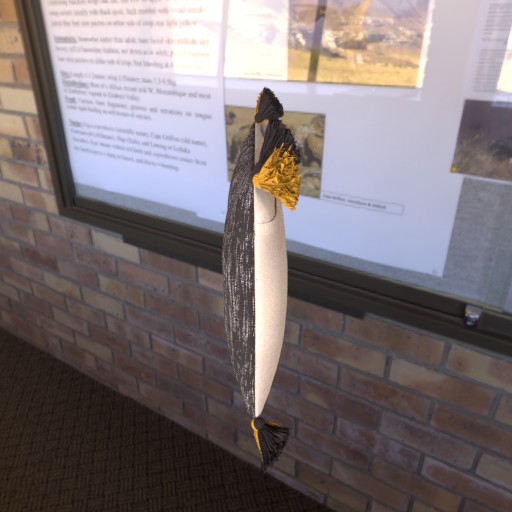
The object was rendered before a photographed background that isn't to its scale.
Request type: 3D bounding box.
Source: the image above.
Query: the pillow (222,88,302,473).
[{"bbox_3d":[0.000,0.000,0.963,0.139,0.659,0.654,0,27,0],"label":"pillow"}]
